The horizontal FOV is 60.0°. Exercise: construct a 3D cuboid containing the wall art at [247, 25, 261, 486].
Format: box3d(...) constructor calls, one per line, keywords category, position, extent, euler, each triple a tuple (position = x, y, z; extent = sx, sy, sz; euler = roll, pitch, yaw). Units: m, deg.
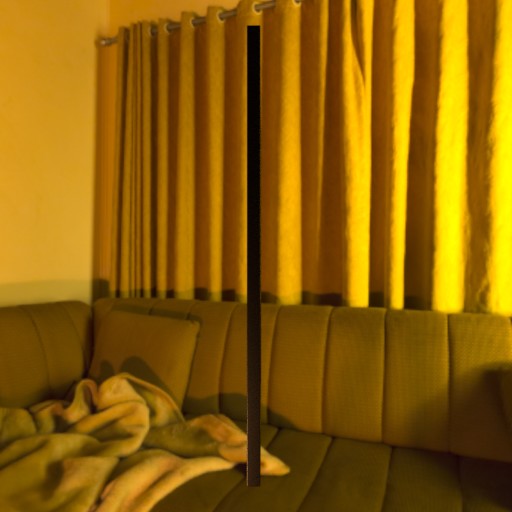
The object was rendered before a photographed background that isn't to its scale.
box3d(category="wall art", position=(0.000, 0.000, 0.567), extent=(0.013, 0.432, 0.304), euler=(0, 0, 1))
